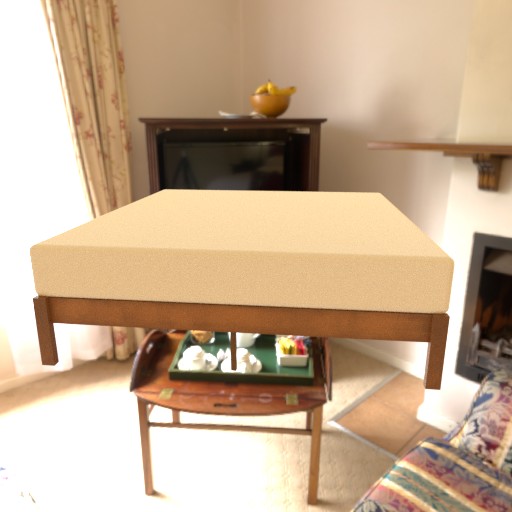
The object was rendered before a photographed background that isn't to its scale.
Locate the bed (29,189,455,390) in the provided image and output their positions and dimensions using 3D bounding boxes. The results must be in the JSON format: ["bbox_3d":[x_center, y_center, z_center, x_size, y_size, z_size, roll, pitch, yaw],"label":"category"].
[{"bbox_3d":[0.000,0.000,3.008,1.930,0.616,2.049,2,16,6],"label":"bed"}]
